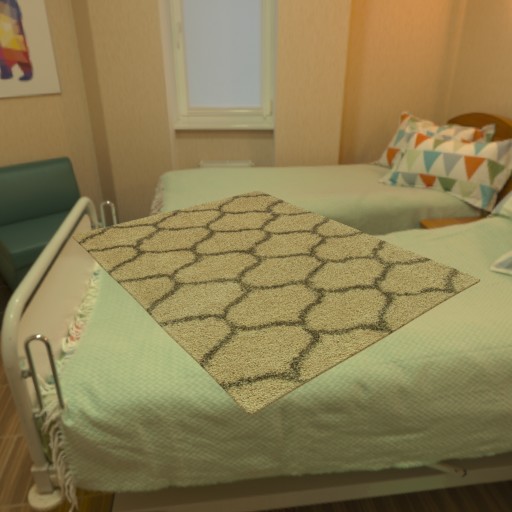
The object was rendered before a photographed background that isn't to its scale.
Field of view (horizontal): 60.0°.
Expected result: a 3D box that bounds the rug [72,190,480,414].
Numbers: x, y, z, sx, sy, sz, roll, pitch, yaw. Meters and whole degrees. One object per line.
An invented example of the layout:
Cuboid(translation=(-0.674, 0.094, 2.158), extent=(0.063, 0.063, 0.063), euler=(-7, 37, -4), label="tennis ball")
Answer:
Cuboid(translation=(0.000, 0.000, 4.066), extent=(2.399, 0.026, 3.000), euler=(-19, 32, -33), label="rug")
